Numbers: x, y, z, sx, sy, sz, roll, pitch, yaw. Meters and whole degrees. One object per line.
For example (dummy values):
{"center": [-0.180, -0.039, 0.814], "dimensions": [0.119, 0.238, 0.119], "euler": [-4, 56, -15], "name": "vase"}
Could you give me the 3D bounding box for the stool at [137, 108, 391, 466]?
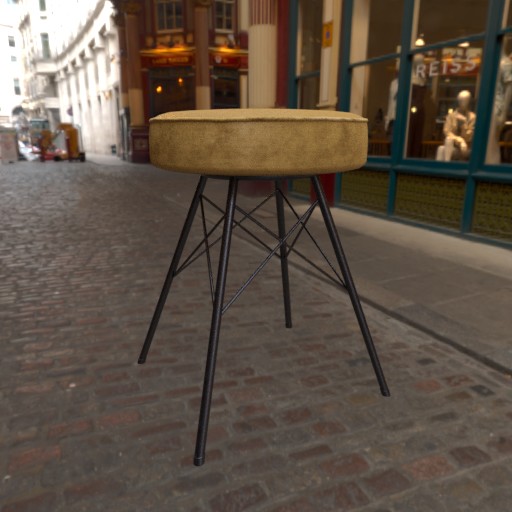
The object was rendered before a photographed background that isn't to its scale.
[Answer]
{"center": [0.000, 0.000, 0.960], "dimensions": [0.472, 0.595, 0.438], "euler": [-8, 17, -25], "name": "stool"}
